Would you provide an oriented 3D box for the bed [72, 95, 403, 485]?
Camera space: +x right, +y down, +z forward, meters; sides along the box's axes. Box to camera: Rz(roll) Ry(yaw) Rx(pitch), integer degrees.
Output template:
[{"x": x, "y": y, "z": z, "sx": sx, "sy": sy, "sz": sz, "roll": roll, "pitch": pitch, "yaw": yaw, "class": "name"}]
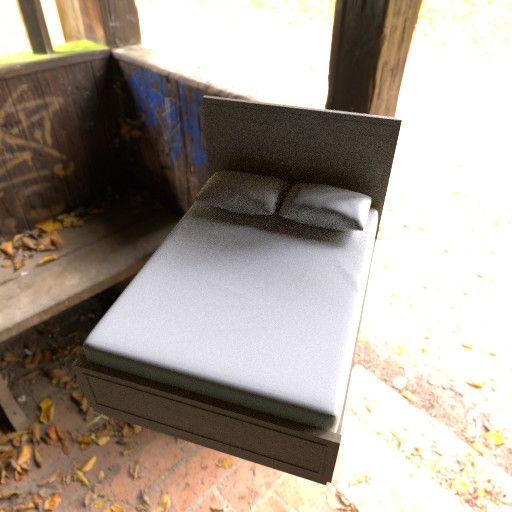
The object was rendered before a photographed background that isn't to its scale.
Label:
[{"x": 0.000, "y": 0.000, "z": 3.135, "sx": 1.606, "sy": 1.369, "sz": 2.189, "roll": 11, "pitch": 40, "yaw": 14, "class": "bed"}]
